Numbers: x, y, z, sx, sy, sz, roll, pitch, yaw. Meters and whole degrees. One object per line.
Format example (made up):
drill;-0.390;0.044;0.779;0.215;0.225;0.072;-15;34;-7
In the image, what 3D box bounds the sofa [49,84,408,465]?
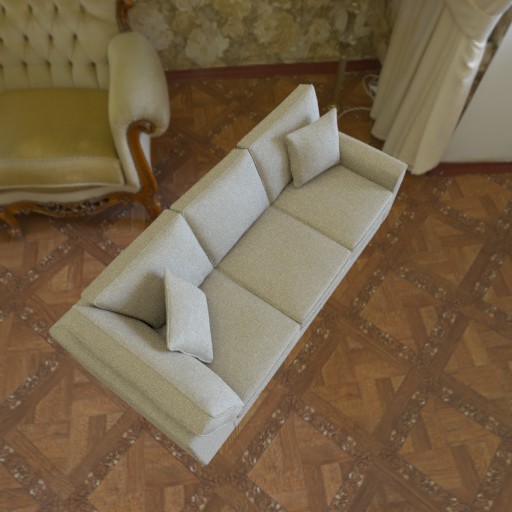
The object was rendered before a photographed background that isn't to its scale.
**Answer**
sofa;0.000;0.000;2.892;1.053;0.948;2.323;32;63;18
